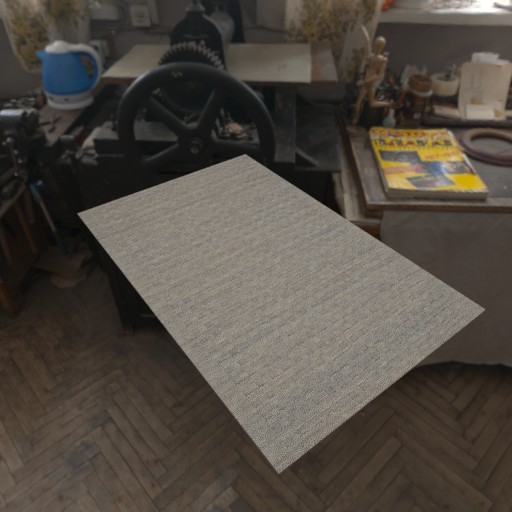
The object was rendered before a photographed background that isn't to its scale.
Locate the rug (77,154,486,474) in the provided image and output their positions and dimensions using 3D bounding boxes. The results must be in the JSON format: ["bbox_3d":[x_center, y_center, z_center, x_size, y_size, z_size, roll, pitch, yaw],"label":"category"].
[{"bbox_3d":[0.000,0.000,2.169,1.142,0.006,1.752,-26,47,-27],"label":"rug"}]
